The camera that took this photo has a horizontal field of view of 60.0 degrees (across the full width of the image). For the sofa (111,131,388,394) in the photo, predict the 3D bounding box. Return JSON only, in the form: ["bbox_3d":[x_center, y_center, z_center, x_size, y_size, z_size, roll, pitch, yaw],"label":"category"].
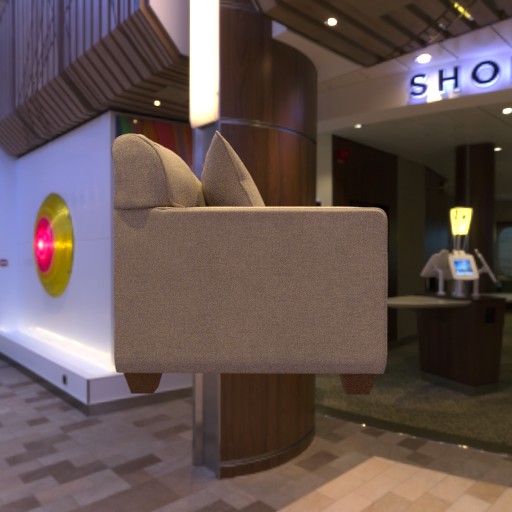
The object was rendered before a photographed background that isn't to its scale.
[{"bbox_3d":[0.000,0.000,2.437,0.998,0.958,1.846,0,1,1],"label":"sofa"}]
